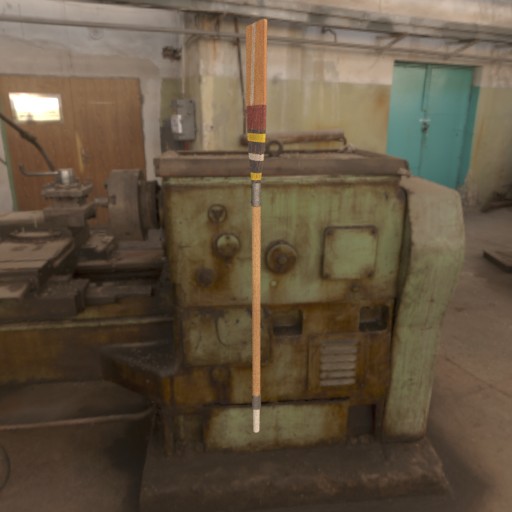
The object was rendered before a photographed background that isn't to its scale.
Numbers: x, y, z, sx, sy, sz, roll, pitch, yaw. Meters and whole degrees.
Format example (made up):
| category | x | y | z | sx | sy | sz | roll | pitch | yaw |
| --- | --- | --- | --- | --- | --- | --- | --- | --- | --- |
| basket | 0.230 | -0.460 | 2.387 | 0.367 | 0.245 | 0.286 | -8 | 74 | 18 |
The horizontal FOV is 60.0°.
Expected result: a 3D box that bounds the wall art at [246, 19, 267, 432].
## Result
| category | x | y | z | sx | sy | sz | roll | pitch | yaw |
| --- | --- | --- | --- | --- | --- | --- | --- | --- | --- |
| wall art | 0.000 | 0.000 | 1.645 | 0.038 | 1.556 | 0.146 | -8 | 19 | -23 |
